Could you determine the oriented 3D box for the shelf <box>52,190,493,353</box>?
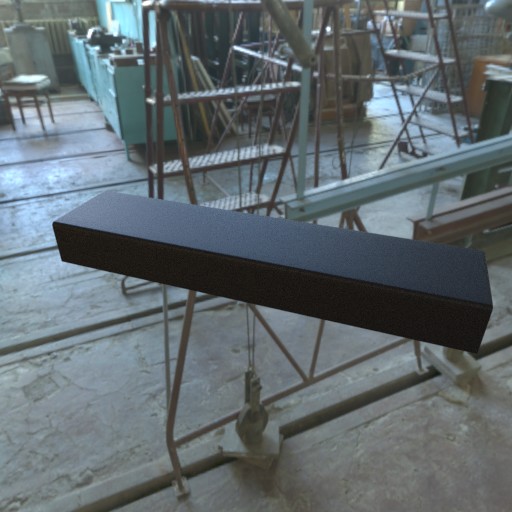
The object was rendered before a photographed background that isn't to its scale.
[{"bbox_3d":[0.000,0.000,0.487,0.456,0.053,0.102,11,33,17],"label":"shelf"}]
